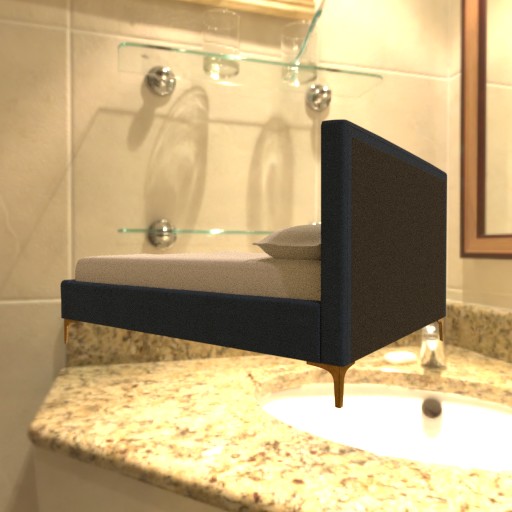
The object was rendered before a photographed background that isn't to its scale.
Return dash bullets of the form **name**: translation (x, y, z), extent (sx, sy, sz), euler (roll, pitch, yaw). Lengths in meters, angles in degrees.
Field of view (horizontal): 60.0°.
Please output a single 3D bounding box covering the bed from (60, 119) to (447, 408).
- **bed**: translation (0.000, 0.000, 3.161), extent (2.172, 1.231, 1.723), euler (1, 1, 37)
